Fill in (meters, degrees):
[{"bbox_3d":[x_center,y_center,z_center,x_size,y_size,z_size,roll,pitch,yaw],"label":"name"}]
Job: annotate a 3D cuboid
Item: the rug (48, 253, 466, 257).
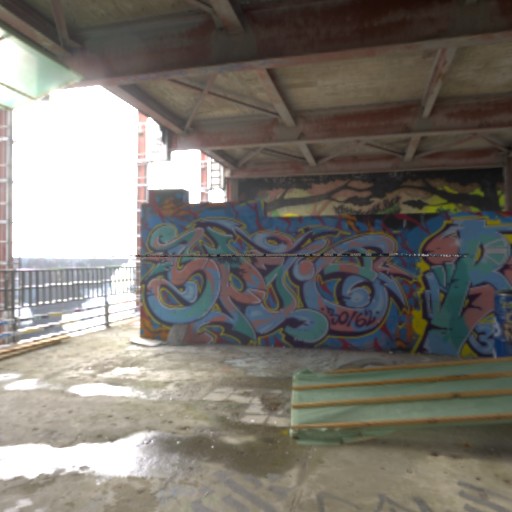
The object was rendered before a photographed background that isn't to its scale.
[{"bbox_3d":[0.000,0.000,2.325,1.828,0.007,1.220,0,0,34],"label":"rug"}]
